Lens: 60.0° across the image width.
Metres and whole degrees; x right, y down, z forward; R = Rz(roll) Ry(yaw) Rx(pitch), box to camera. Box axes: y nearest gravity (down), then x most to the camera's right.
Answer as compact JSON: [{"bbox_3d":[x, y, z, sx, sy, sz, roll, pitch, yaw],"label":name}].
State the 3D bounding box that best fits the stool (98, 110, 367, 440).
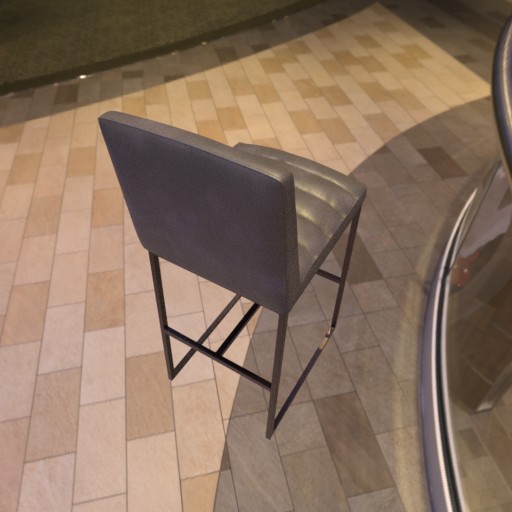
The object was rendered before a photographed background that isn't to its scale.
[{"bbox_3d":[0.000,0.000,1.356,0.463,1.065,0.562,23,50,22],"label":"stool"}]
